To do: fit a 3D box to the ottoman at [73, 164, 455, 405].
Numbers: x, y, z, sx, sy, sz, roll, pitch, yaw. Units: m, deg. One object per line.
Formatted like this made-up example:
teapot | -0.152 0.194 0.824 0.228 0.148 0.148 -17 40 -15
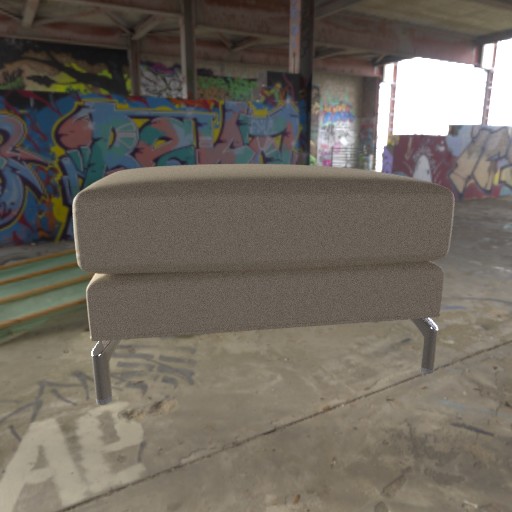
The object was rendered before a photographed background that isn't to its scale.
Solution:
ottoman | 0.000 0.000 1.243 0.835 0.497 0.581 -2 15 -9
